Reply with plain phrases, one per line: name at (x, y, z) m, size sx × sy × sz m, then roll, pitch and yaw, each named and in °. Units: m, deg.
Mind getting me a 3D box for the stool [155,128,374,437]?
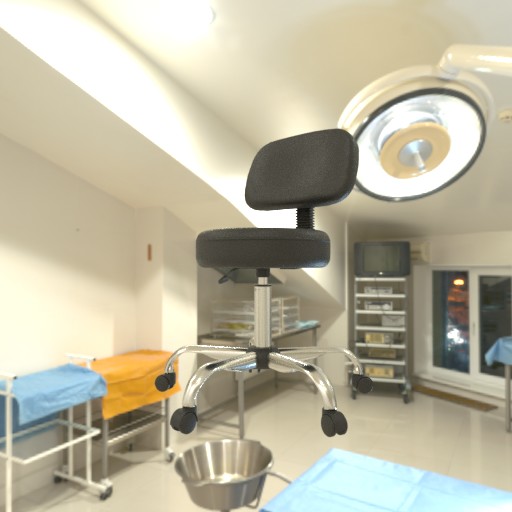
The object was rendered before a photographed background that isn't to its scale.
stool at (0.000, 0.000, 1.320) m, size 0.673 × 0.862 × 0.648 m, roll -1°, pitch -1°, yaw 37°
